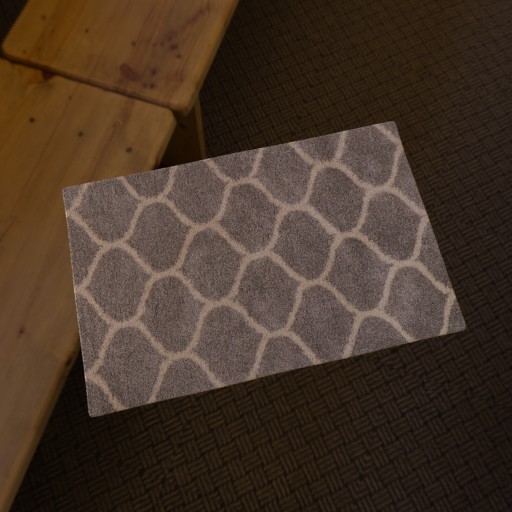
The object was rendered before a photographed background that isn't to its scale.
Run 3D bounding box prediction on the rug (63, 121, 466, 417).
[{"bbox_3d":[0.000,0.000,2.876,2.348,0.025,1.501,-12,75,-3],"label":"rug"}]
